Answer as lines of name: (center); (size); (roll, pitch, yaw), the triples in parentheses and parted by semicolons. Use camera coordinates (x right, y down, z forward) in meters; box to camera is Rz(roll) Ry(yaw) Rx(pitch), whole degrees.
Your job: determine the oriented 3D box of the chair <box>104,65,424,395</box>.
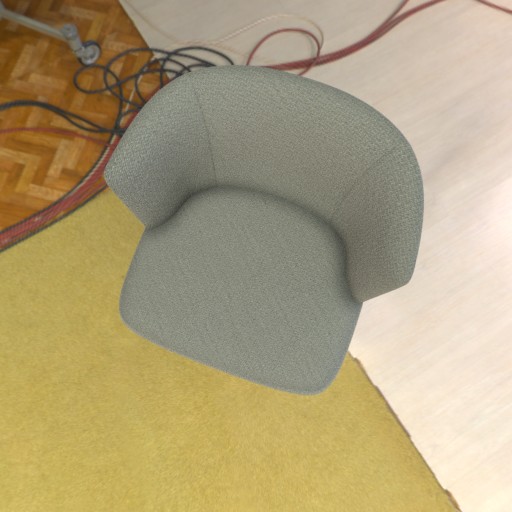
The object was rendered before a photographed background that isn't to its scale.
chair: (0.000, 0.000, 1.262); (0.700, 0.760, 0.660); (19, 75, 5)
